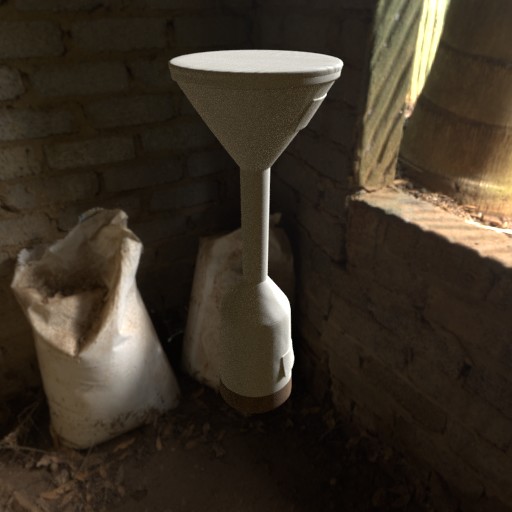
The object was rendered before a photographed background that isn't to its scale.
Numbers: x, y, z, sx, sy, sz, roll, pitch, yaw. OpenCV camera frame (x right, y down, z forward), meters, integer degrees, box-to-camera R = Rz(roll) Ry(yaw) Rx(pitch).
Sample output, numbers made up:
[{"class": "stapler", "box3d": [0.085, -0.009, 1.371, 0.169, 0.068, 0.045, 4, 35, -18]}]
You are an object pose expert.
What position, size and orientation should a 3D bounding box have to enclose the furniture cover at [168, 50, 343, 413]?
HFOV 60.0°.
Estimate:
[{"class": "furniture cover", "box3d": [0.000, 0.000, 2.950, 0.914, 2.413, 0.914, 11, 32, 18]}]
